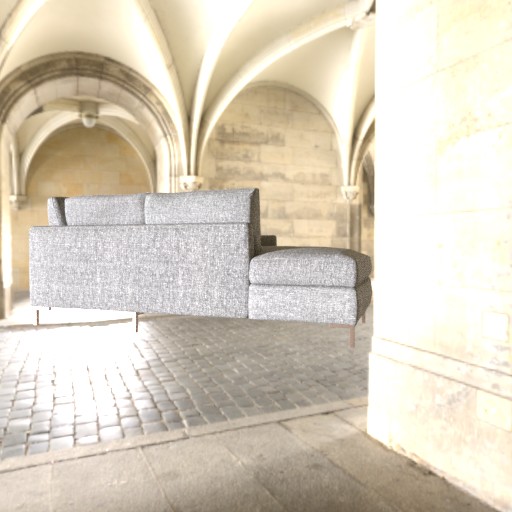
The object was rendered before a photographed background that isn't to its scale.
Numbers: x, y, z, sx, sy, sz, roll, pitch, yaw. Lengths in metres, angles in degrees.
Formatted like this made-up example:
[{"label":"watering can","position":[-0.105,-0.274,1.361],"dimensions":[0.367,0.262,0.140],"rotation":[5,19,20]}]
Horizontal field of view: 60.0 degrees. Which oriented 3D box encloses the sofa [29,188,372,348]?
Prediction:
[{"label":"sofa","position":[0.000,0.000,3.518],"dimensions":[1.879,0.756,2.737],"rotation":[0,1,18]}]
